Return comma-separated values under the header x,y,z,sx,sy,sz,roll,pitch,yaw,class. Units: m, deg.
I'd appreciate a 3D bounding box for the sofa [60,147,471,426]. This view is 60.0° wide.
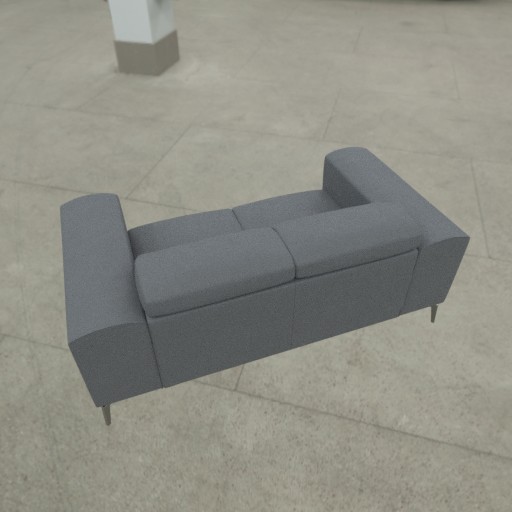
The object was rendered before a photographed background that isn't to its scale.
x,y,z,sx,sy,sz,roll,pitch,yaw,class
0.000,0.000,2.403,1.895,0.779,1.003,-14,43,-15,sofa
